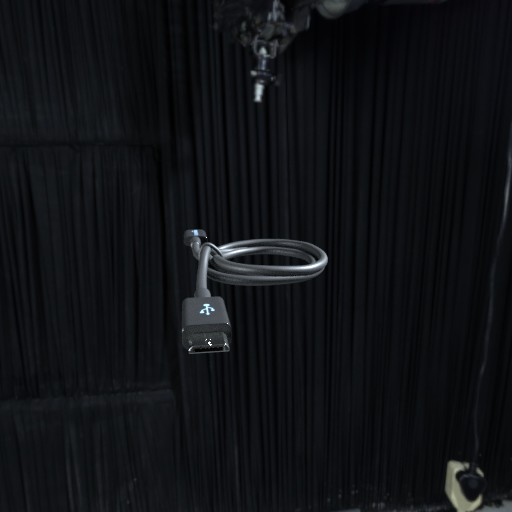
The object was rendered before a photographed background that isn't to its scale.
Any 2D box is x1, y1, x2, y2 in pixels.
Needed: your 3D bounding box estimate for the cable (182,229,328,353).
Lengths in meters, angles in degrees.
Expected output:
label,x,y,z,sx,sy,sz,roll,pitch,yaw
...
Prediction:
label,x,y,z,sx,sy,sz,roll,pitch,yaw
cable,0.000,0.000,0.212,0.070,0.014,0.192,-2,13,-9
